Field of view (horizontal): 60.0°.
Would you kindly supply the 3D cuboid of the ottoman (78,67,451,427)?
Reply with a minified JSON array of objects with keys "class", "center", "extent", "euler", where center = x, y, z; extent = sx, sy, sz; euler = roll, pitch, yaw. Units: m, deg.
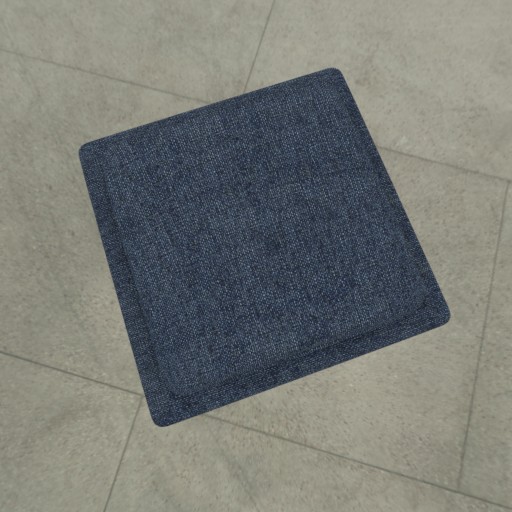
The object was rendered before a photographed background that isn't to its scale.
[{"class":"ottoman","center":[0.000,0.000,0.830],"extent":[0.450,0.460,0.450],"euler":[-19,77,-5]}]
